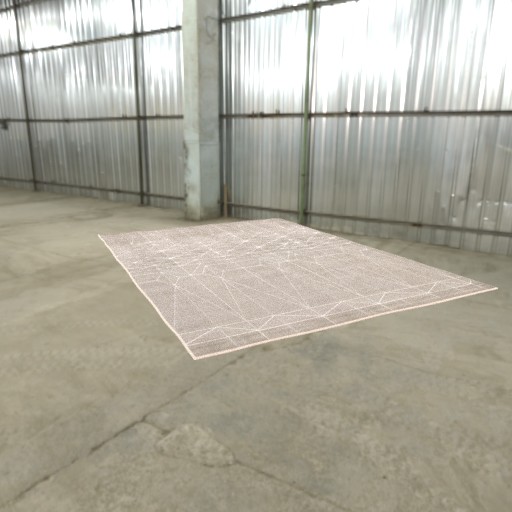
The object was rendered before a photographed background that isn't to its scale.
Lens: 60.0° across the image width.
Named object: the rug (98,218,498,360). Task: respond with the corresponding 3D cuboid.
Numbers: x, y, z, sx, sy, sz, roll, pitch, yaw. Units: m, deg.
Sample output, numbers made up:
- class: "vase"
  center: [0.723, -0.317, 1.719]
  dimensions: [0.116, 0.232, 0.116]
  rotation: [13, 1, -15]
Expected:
- class: "rug"
  center: [0.000, 0.000, 4.281]
  dimensions: [2.449, 0.019, 3.357]
  rotation: [-8, 17, -26]
